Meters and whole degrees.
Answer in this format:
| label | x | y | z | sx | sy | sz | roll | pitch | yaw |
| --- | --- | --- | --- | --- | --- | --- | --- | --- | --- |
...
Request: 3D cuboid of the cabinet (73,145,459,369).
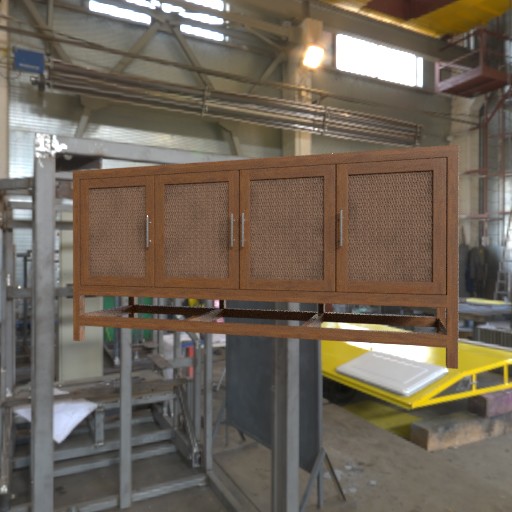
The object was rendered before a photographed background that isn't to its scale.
| label | x | y | z | sx | sy | sz | roll | pitch | yaw |
| --- | --- | --- | --- | --- | --- | --- | --- | --- | --- |
| cabinet | 0.000 | 0.000 | 2.107 | 1.708 | 0.820 | 0.522 | 0 | 0 | 18 |
